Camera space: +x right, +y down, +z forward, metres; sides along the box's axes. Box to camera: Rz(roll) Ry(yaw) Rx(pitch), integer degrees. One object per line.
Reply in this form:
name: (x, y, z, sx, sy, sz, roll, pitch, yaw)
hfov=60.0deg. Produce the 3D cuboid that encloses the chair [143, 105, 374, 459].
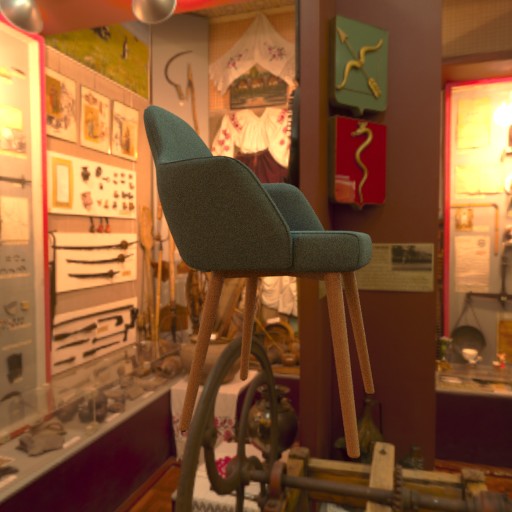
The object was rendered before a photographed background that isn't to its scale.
chair: (0.000, 0.000, 1.334, 0.666, 0.920, 0.589, 1, 2, 19)
